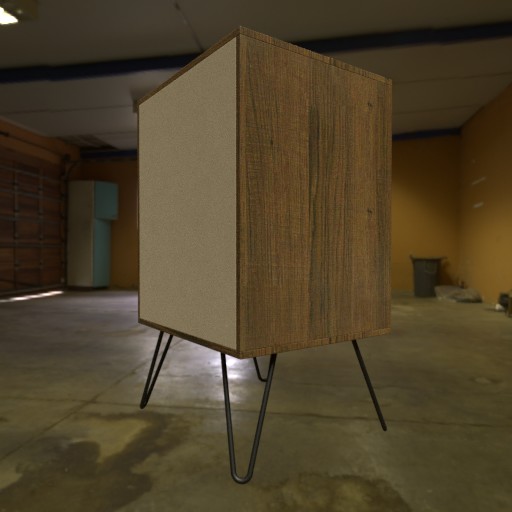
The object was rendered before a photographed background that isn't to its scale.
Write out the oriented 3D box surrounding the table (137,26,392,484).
[{"bbox_3d":[0.000,0.000,1.172,0.457,0.866,0.526,-1,1,-36],"label":"table"}]
